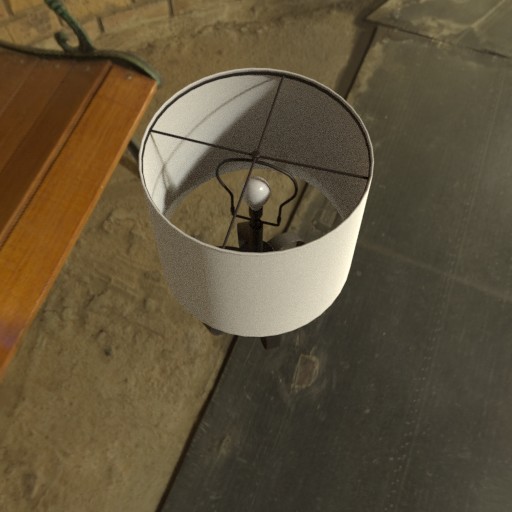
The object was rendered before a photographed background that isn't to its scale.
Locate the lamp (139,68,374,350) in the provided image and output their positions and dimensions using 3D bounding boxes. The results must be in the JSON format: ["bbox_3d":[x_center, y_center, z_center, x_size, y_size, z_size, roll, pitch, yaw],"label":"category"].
[{"bbox_3d":[0.000,0.000,0.705,0.286,0.510,0.286,0,64,0],"label":"lamp"}]
